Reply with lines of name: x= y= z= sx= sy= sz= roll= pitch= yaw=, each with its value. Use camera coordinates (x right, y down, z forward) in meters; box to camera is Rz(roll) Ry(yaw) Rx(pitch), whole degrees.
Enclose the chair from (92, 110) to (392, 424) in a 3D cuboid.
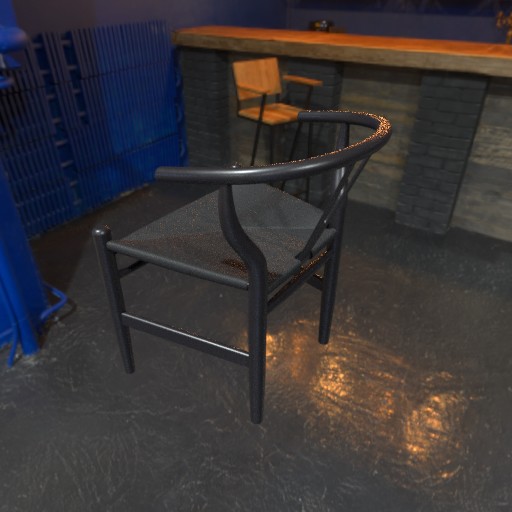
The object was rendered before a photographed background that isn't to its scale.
chair: x=0.000 y=0.000 z=1.167 sx=0.579 sy=0.730 sz=0.569 roll=21 pitch=38 yaw=30
